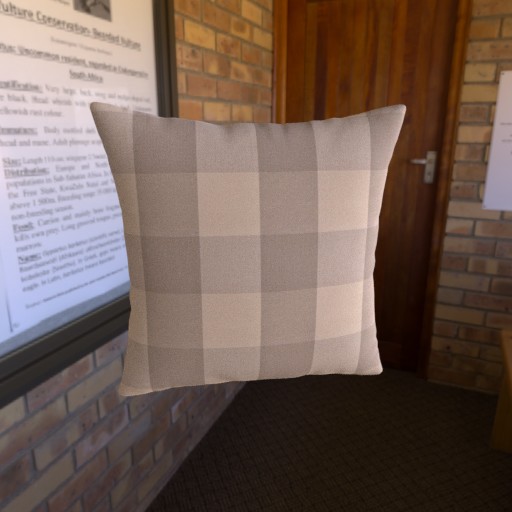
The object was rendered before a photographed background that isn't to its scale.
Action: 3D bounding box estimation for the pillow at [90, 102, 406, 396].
[{"bbox_3d":[0.000,0.000,0.779,0.511,0.509,0.161,-2,16,-9],"label":"pillow"}]
